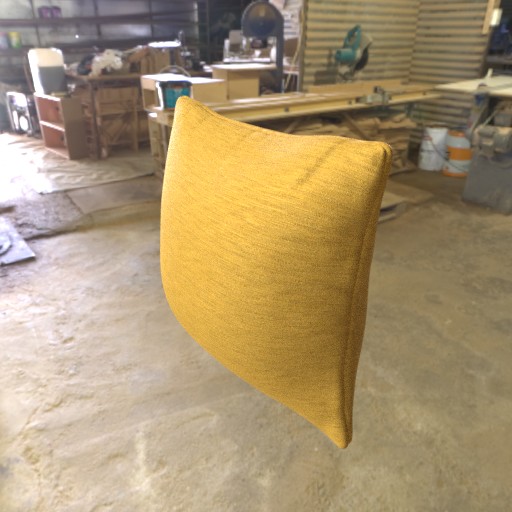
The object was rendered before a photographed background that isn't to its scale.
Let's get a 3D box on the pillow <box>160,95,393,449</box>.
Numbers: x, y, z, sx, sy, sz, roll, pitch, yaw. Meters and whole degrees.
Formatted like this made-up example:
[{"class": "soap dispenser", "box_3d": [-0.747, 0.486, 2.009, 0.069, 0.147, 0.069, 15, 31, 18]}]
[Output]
[{"class": "pillow", "box_3d": [0.000, 0.000, 0.669, 0.247, 0.417, 0.435, -18, 32, -32]}]
